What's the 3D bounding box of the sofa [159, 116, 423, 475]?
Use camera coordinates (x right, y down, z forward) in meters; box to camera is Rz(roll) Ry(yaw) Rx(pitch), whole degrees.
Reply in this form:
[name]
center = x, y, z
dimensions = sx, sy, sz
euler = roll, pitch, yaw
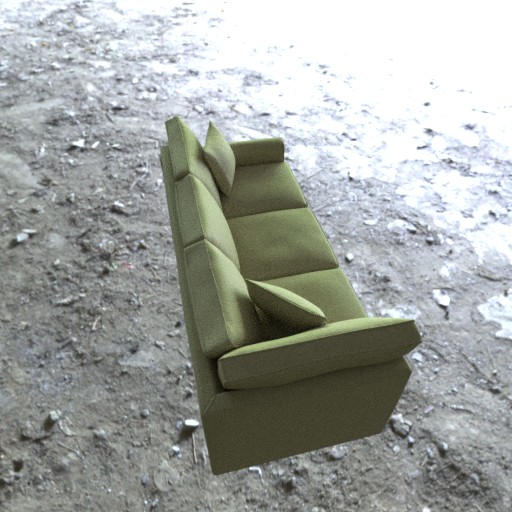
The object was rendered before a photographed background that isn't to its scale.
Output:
[sofa]
center = 0.000, 0.000, 2.936
dimensions = 1.053, 0.948, 2.323
euler = -9, 46, -9
